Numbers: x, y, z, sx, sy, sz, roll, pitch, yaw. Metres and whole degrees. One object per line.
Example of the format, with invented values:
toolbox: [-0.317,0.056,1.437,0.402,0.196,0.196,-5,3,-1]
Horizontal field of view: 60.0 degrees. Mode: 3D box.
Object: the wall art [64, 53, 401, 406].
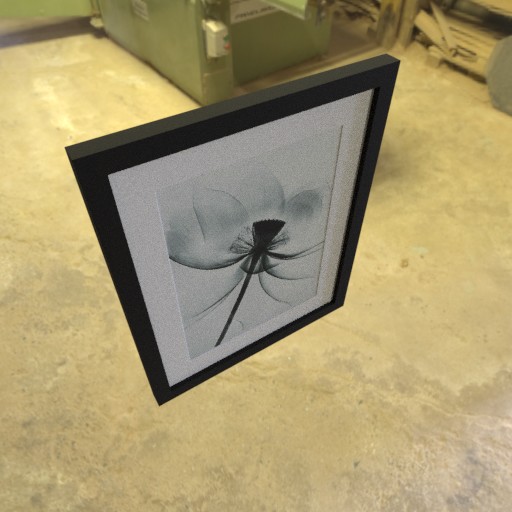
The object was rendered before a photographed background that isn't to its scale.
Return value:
wall art: [0.000,0.000,0.743,0.457,0.559,0.029,-24,51,-22]
